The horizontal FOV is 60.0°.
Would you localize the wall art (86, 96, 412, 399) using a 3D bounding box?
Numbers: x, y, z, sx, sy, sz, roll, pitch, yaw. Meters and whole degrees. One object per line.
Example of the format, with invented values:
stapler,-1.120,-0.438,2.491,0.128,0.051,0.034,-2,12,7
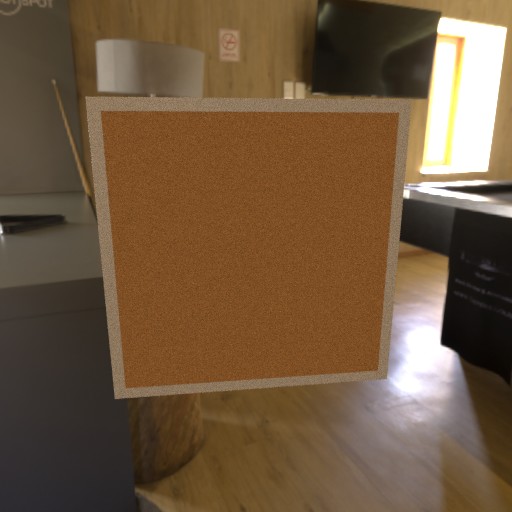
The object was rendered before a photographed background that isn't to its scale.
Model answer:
wall art,0.000,0.000,0.832,0.558,0.559,0.009,-2,16,-7
